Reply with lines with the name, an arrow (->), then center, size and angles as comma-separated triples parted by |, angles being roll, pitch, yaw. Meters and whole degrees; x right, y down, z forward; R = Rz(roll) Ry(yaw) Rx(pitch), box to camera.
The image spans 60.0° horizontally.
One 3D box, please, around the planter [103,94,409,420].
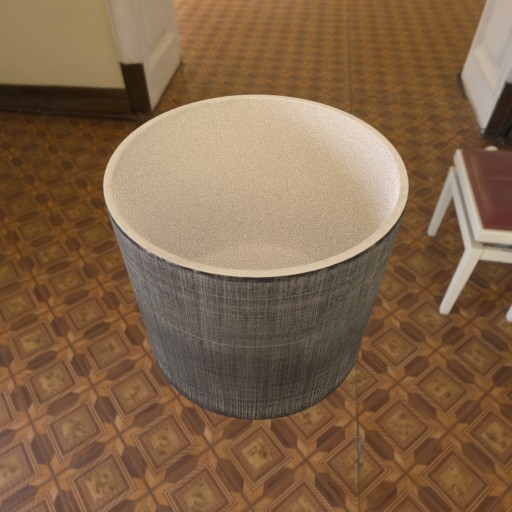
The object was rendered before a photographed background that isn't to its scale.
planter -> 0.000, 0.000, 0.321 | 0.178, 0.157, 0.178 | 0, 46, 0
